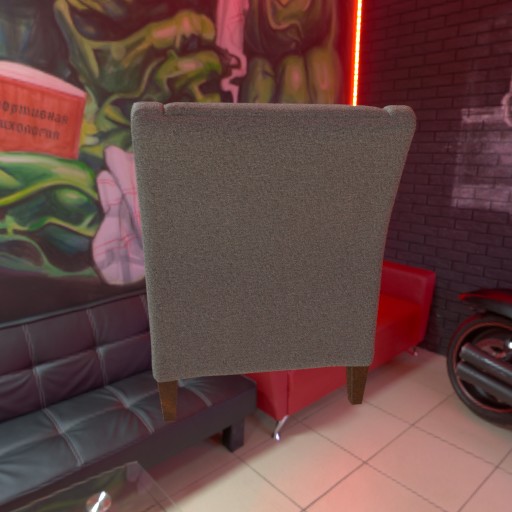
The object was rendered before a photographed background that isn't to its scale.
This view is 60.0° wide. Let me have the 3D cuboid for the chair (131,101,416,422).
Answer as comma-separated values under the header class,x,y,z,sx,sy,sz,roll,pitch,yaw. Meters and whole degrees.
class,x,y,z,sx,sy,sz,roll,pitch,yaw
chair,0.000,0.000,1.652,0.774,1.016,0.870,-2,14,-9
